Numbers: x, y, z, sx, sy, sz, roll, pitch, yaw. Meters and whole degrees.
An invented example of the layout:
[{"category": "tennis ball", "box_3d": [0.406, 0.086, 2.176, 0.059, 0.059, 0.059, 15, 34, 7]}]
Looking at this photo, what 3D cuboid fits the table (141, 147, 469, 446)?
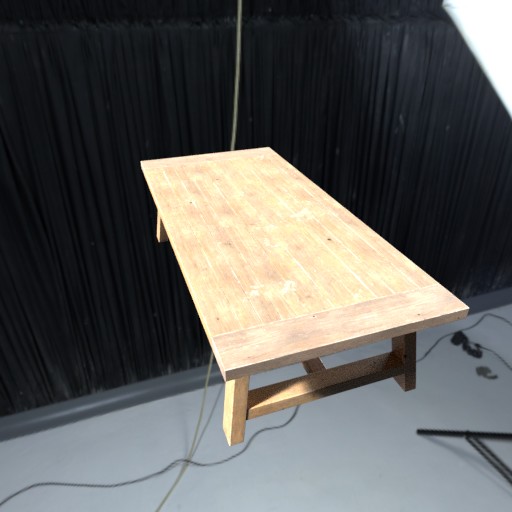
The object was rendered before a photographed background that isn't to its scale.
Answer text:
[{"category": "table", "box_3d": [0.000, 0.000, 2.155, 0.820, 0.465, 1.800, -10, 33, -17]}]
